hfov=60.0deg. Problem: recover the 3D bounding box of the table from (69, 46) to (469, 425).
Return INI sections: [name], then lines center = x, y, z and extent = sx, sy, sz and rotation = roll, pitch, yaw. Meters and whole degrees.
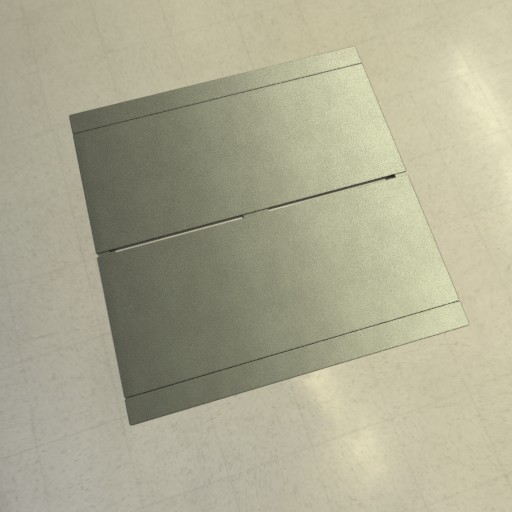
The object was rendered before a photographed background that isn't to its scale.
[table]
center = 0.000, 0.000, 0.937
extent = 0.508, 0.508, 0.508
rotation = -15, 75, -4
